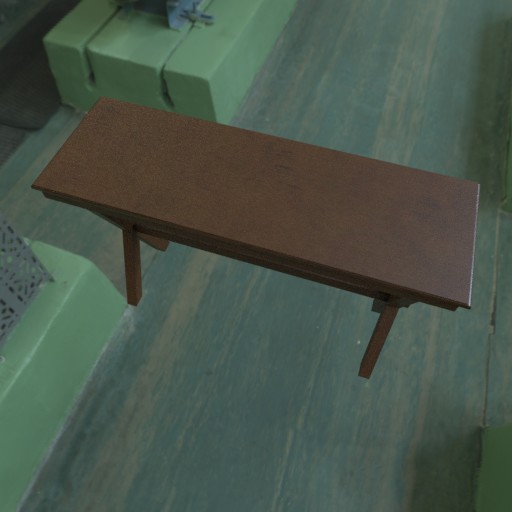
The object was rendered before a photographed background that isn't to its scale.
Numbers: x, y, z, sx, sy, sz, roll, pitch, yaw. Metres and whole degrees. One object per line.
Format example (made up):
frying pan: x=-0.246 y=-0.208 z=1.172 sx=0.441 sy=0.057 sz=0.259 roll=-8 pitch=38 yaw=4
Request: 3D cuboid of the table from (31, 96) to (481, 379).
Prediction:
table: x=0.000 y=0.000 z=1.559 sx=1.197 sy=0.763 sz=0.399 roll=16 pitch=59 yaw=9
